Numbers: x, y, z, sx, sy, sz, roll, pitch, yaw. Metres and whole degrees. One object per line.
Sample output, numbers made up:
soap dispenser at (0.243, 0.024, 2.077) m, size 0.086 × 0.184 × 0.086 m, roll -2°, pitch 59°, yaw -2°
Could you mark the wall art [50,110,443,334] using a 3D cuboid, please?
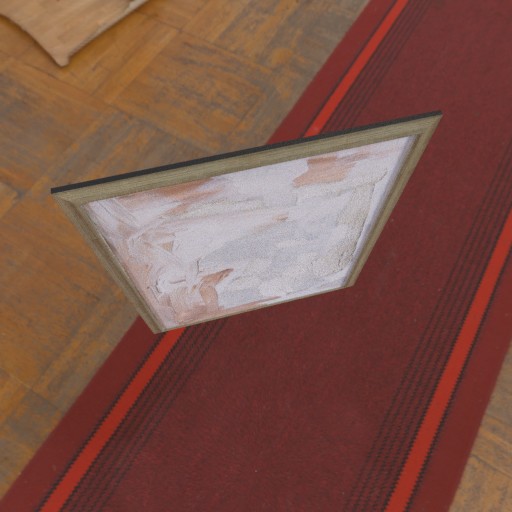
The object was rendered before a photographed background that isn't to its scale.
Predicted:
wall art at (0.000, 0.000, 0.909) m, size 0.559 × 0.660 × 0.018 m, roll -13°, pitch 65°, yaw -6°
